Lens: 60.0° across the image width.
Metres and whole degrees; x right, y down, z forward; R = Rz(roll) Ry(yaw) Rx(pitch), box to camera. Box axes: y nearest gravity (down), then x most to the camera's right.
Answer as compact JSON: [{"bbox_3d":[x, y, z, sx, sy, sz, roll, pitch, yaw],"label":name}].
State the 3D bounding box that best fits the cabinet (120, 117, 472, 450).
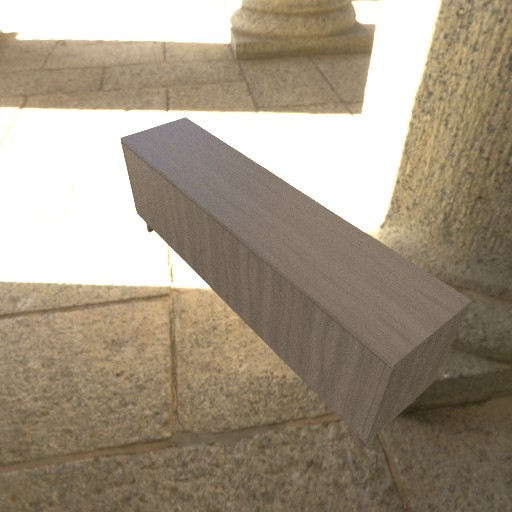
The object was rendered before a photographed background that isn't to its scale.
[{"bbox_3d":[0.000,0.000,2.583,0.499,0.779,2.198,-28,49,-28],"label":"cabinet"}]
